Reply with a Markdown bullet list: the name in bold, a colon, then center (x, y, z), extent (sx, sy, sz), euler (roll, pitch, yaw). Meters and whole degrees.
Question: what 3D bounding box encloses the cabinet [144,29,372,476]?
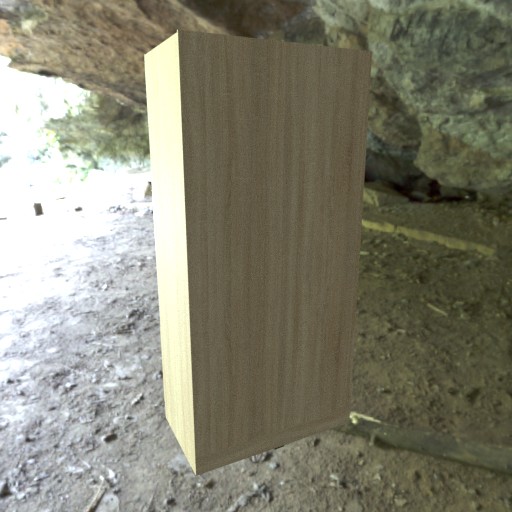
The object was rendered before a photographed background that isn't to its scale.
- **cabinet**: center (0.000, 0.000, 2.507), extent (1.001, 2.121, 0.590), euler (-7, 16, -26)
